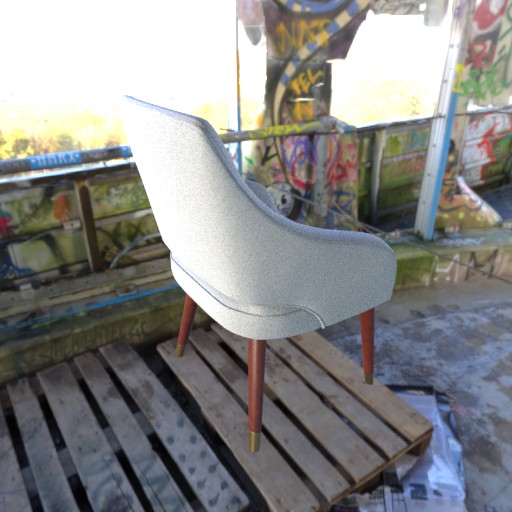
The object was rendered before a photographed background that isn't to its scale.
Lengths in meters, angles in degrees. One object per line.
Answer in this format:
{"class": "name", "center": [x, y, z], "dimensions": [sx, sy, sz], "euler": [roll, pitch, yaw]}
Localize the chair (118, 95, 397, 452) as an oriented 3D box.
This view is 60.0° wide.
{"class": "chair", "center": [0.000, 0.000, 1.276], "dimensions": [0.600, 0.889, 0.609], "euler": [-17, 32, -30]}
